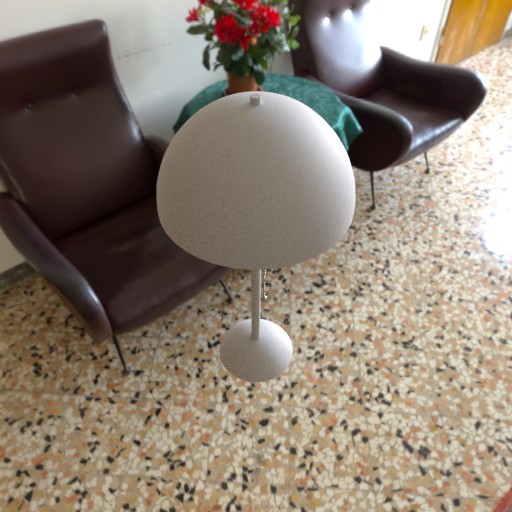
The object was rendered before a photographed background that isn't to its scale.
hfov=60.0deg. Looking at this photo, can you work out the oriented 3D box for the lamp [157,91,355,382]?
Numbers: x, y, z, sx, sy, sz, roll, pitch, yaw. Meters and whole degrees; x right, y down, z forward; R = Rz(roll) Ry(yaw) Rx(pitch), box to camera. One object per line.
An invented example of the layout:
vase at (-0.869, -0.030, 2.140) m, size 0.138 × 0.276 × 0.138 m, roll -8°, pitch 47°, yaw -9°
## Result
lamp at (0.000, 0.000, 0.440) m, size 0.171 × 0.330 × 0.171 m, roll 0°, pitch 45°, yaw 0°
